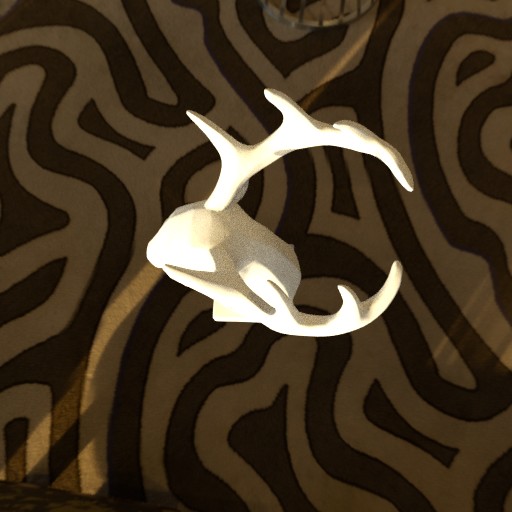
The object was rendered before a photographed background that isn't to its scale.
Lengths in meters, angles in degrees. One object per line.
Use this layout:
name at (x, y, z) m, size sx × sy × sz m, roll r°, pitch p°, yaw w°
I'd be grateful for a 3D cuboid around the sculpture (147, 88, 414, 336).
sculpture at (0.000, 0.000, 0.452) m, size 0.224 × 0.329 × 0.174 m, roll 2°, pitch 76°, yaw 1°
